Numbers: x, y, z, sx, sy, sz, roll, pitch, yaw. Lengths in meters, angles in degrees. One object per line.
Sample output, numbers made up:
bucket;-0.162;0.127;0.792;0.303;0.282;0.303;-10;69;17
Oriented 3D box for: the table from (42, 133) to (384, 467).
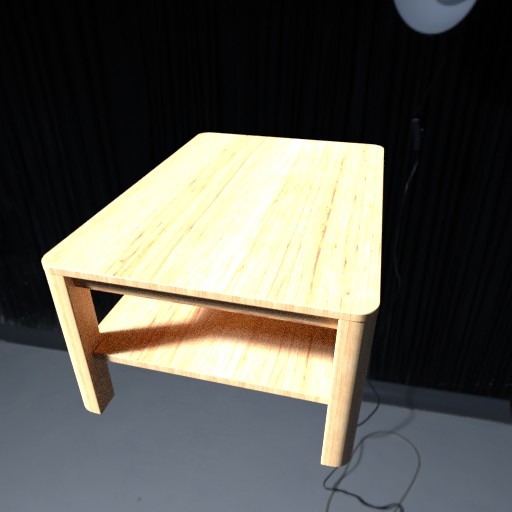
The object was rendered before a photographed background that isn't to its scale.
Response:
table;0.000;0.000;1.367;0.696;0.445;0.997;8;32;12
